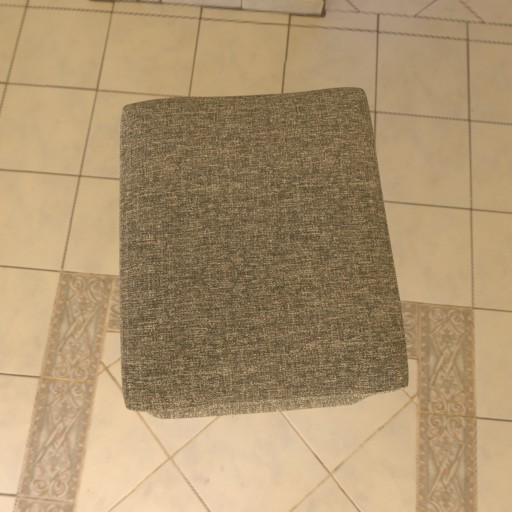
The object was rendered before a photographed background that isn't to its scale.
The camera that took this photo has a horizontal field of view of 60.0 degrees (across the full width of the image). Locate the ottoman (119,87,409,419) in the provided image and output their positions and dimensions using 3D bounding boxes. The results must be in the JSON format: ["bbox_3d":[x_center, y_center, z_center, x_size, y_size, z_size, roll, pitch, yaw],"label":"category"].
[{"bbox_3d":[0.000,0.000,1.229,0.683,0.480,0.828,-4,76,-1],"label":"ottoman"}]
